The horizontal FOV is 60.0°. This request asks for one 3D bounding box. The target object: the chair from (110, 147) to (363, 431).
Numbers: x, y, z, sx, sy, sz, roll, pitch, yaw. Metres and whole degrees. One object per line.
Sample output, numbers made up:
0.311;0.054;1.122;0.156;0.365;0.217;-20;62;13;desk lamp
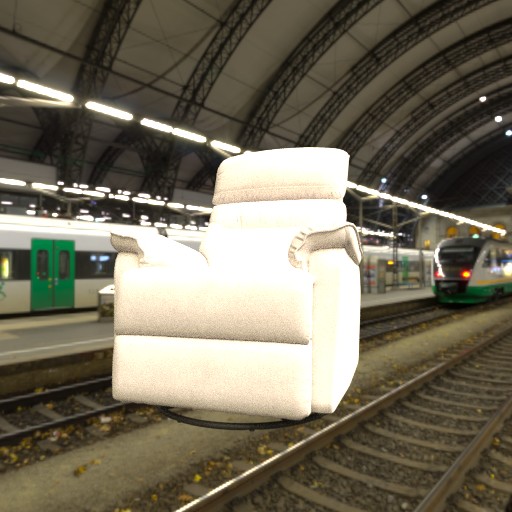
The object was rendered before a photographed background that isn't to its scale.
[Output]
0.000;0.000;1.719;0.820;1.039;1.001;0;-2;18;chair
